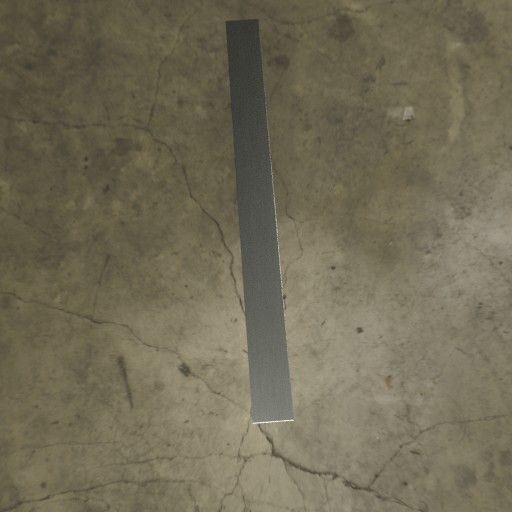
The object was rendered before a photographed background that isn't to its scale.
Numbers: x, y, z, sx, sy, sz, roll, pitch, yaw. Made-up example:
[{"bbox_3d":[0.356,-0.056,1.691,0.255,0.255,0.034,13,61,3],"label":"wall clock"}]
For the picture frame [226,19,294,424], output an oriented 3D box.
[{"bbox_3d":[0.000,0.000,1.348,0.073,0.968,0.839,-4,76,-1],"label":"picture frame"}]
